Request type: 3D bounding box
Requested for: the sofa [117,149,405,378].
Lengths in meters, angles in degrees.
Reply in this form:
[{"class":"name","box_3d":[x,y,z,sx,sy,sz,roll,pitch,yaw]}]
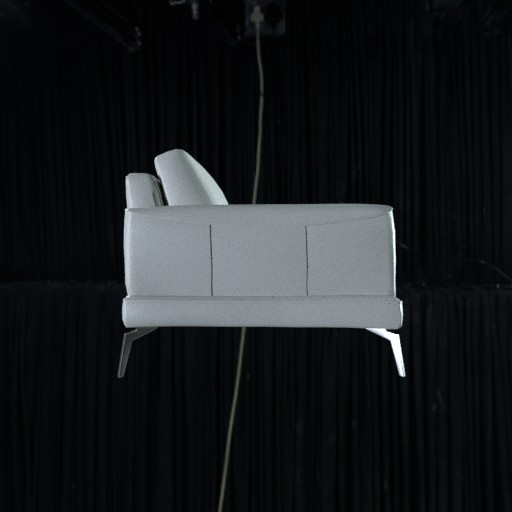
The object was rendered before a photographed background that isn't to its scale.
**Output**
[{"class":"sofa","box_3d":[0.000,0.000,2.741,1.121,0.930,2.177,0,0,-1]}]
